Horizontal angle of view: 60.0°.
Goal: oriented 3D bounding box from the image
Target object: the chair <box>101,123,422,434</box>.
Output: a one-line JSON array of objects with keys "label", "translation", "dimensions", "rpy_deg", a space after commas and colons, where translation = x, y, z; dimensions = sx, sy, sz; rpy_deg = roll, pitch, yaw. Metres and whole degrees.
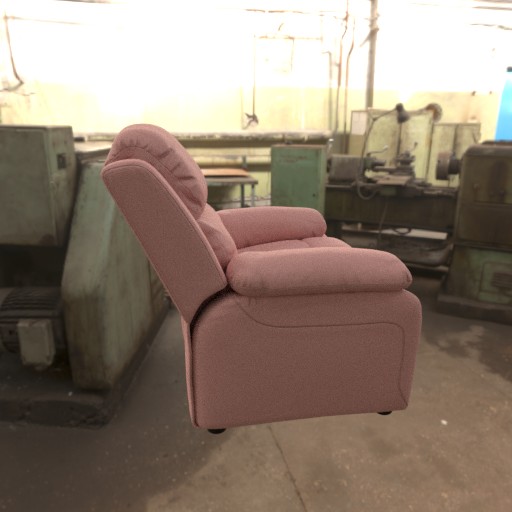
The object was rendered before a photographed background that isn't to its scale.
[{"label": "chair", "translation": [0.000, 0.000, 1.224], "dimensions": [0.709, 0.702, 0.680], "rpy_deg": [-3, 17, -11]}]
